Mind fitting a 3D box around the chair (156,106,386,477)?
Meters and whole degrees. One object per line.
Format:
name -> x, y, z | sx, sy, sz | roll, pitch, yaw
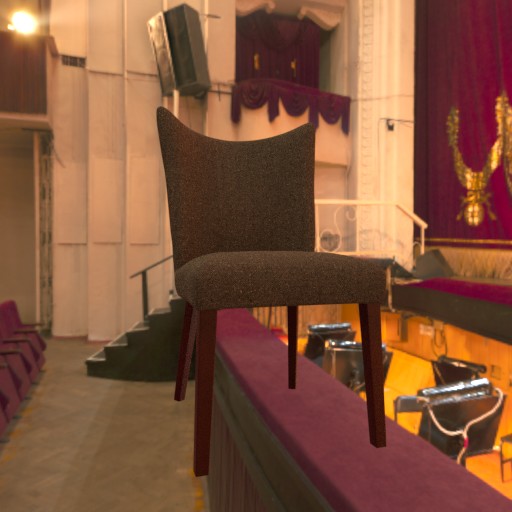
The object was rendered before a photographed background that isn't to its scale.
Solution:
chair -> 0.000, 0.000, 1.293 | 0.535, 0.924, 0.623 | 0, 1, -18
